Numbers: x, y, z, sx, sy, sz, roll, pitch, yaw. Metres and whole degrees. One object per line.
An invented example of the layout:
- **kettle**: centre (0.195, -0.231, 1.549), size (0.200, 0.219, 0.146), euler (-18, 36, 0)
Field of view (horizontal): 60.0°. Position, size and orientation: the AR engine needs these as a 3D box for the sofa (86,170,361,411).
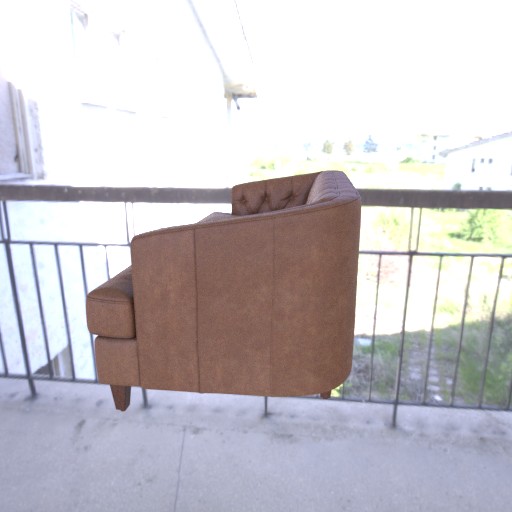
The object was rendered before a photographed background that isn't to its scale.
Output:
- **sofa**: centre (0.000, 0.000, 2.250), size (0.914, 0.786, 1.755), euler (2, 15, 8)
